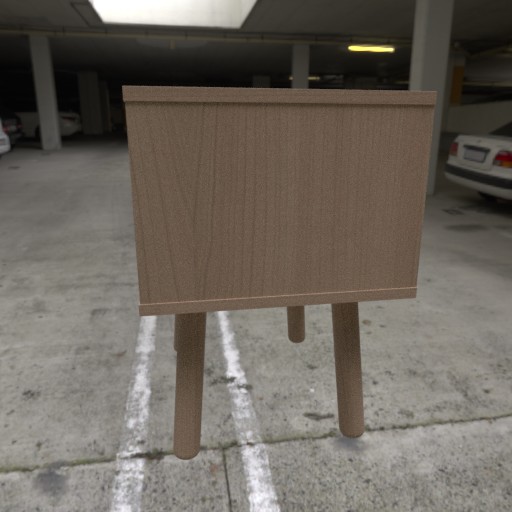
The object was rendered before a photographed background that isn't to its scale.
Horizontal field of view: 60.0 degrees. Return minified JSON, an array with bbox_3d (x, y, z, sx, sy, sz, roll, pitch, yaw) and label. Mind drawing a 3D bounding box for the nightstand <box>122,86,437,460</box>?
[{"bbox_3d":[0.000,0.000,0.806,0.380,0.530,0.450,-3,16,-10],"label":"nightstand"}]
